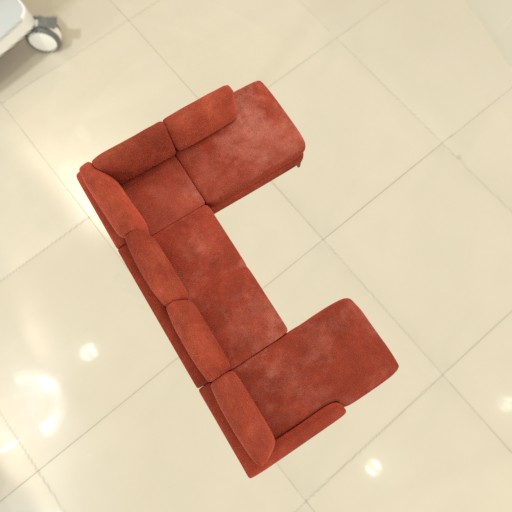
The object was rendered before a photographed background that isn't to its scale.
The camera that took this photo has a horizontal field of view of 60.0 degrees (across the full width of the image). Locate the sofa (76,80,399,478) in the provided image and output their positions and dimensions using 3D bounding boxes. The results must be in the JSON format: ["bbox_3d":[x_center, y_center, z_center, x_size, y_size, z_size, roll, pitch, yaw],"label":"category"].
[{"bbox_3d":[0.000,0.000,3.912,1.981,0.858,2.971,-32,78,-7],"label":"sofa"}]
